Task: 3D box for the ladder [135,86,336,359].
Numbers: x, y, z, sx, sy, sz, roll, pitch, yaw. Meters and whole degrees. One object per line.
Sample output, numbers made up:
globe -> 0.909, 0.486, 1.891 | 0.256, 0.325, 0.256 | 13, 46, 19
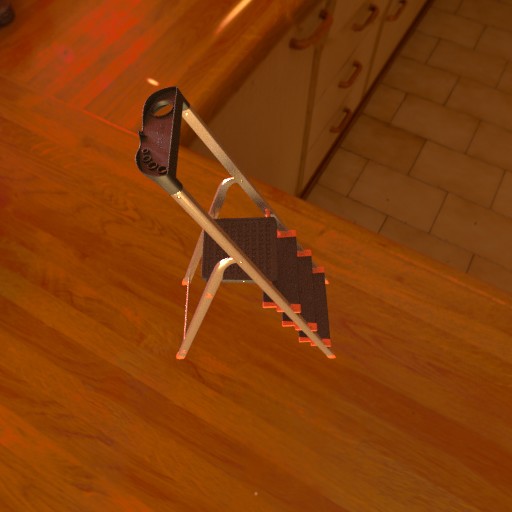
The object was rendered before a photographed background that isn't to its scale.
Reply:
ladder -> 0.000, 0.000, 1.792 | 0.834, 1.429, 0.452 | 0, 62, 0
